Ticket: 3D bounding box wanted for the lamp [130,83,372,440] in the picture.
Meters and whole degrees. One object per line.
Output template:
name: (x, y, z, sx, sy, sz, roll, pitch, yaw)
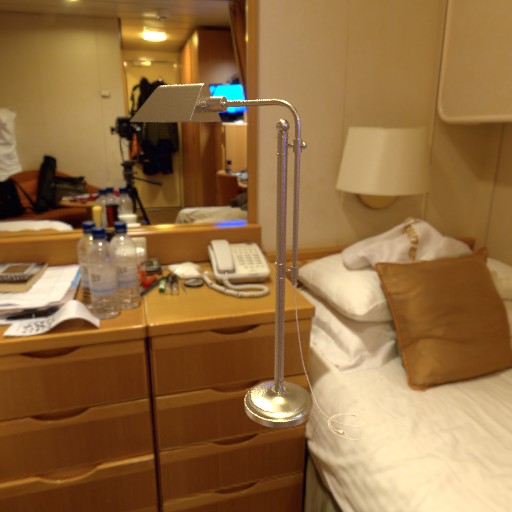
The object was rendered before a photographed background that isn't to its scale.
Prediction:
lamp: (0.000, 0.000, 0.958, 0.546, 0.708, 0.159, 8, 18, 26)
